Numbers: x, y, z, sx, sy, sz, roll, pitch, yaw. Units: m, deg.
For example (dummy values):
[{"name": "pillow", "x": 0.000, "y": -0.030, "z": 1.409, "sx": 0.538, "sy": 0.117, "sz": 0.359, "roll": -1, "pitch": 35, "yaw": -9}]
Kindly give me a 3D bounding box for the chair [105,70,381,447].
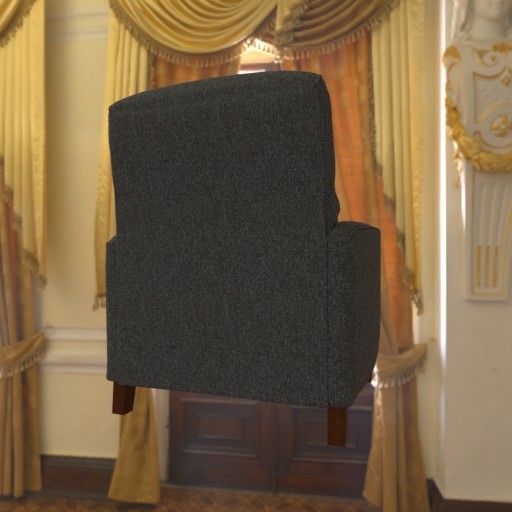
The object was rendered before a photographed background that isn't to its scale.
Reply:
[{"name": "chair", "x": 0.000, "y": 0.000, "z": 1.609, "sx": 0.839, "sy": 1.016, "sz": 0.850, "roll": 0, "pitch": 0, "yaw": 20}]
